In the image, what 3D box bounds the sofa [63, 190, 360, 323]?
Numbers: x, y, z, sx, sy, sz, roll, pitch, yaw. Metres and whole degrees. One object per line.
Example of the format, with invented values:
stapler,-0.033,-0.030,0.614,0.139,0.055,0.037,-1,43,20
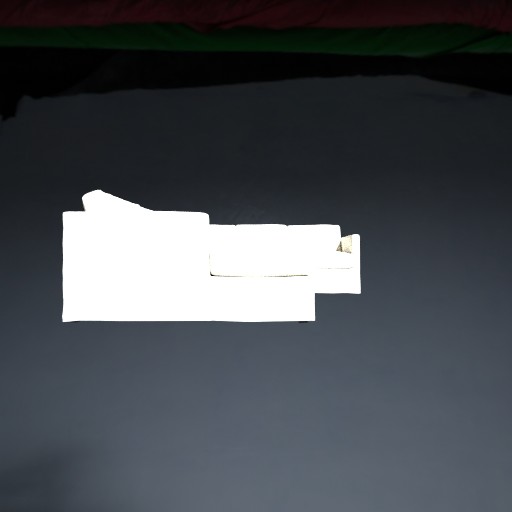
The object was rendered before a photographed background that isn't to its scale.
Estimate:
sofa,0.000,0.000,4.478,2.448,0.882,3.464,0,-1,0
